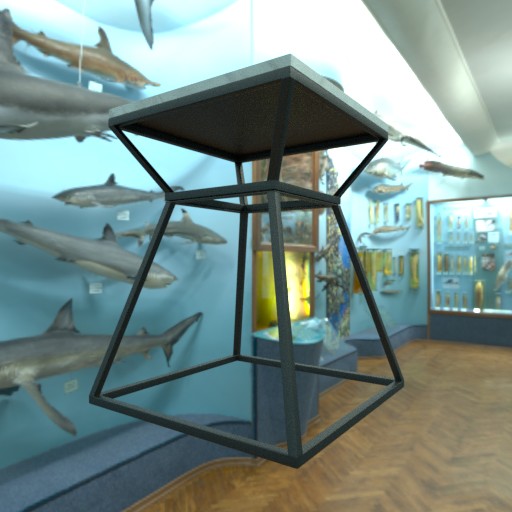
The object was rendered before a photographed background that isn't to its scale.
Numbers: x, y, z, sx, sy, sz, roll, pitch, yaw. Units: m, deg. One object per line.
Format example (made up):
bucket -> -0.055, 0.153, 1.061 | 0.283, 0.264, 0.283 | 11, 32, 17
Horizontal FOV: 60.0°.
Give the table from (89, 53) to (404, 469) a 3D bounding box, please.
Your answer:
table -> 0.000, 0.000, 0.894 | 0.455, 0.559, 0.455 | 0, 0, 35
